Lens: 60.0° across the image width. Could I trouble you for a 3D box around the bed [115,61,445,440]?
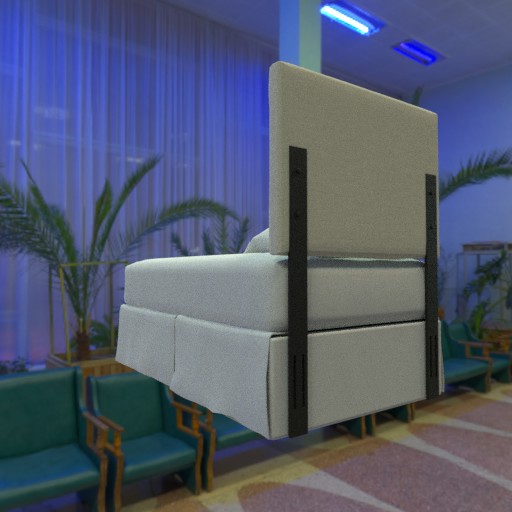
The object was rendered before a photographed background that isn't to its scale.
[{"bbox_3d":[0.000,0.000,2.940,1.261,1.571,1.997,1,-2,-35],"label":"bed"}]
